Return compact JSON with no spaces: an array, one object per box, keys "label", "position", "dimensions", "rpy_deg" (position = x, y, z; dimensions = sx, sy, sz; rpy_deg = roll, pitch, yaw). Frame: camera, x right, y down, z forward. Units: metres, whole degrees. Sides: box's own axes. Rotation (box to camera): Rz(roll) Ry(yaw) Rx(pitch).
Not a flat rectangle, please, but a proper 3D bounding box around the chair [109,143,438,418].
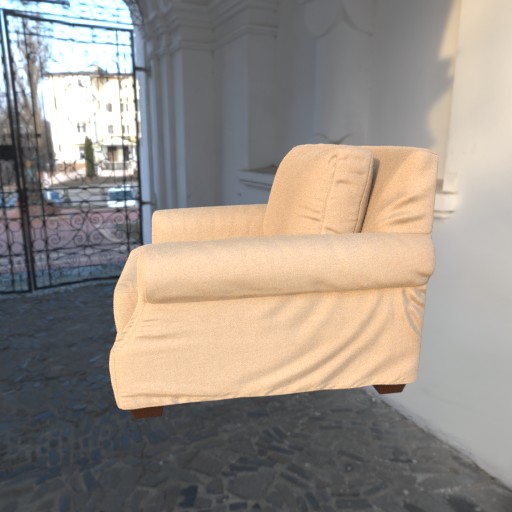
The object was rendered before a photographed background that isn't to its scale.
[{"label":"chair","position":[0.000,0.000,1.758],"dimensions":[1.066,0.866,0.940],"rpy_deg":[-2,14,-10]}]
